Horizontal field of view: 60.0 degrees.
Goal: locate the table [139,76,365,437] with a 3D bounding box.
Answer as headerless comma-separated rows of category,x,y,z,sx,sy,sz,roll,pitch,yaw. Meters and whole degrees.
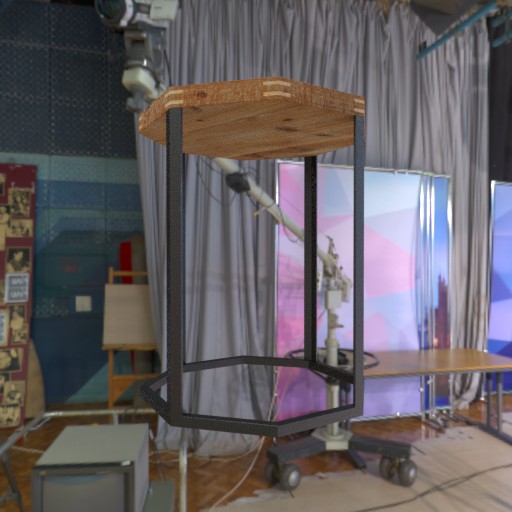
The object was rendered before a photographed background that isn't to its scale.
table,0.000,0.000,0.892,0.458,0.543,0.458,0,1,37
